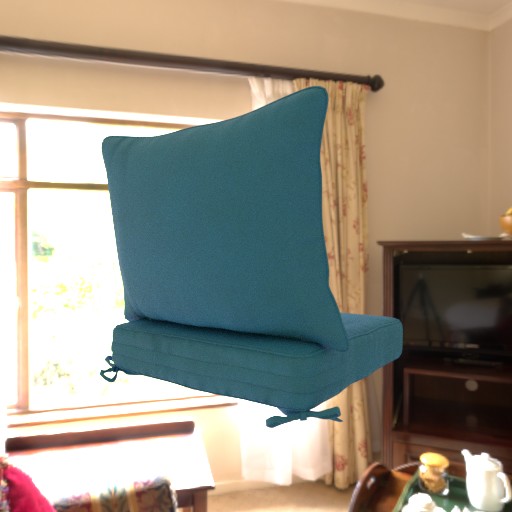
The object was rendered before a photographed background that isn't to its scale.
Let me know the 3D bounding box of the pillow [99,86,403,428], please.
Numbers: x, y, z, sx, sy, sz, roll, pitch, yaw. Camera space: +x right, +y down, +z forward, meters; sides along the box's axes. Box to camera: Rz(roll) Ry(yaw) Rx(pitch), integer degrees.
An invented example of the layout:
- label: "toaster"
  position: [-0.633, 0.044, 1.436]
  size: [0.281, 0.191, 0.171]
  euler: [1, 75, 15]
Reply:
- label: "pillow"
  position: [0.000, 0.000, 1.367]
  size: [0.798, 0.725, 0.733]
  euler: [0, 1, 36]
